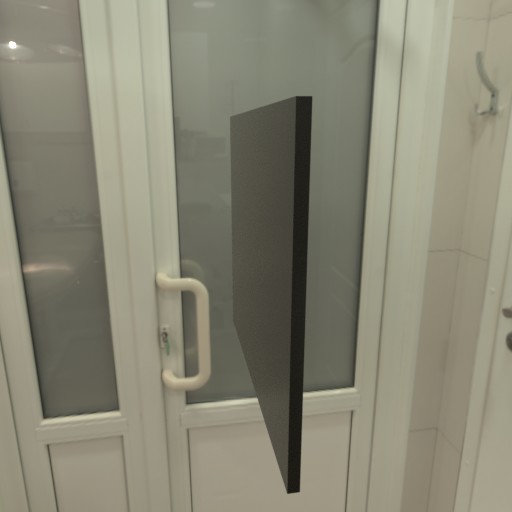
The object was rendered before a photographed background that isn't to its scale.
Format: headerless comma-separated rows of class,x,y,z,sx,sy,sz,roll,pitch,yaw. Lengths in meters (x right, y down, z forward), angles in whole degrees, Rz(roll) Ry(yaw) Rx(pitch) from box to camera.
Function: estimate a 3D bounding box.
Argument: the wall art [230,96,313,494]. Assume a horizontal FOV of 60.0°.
wall art,0.000,0.000,0.529,0.012,0.332,0.383,-3,16,-10
